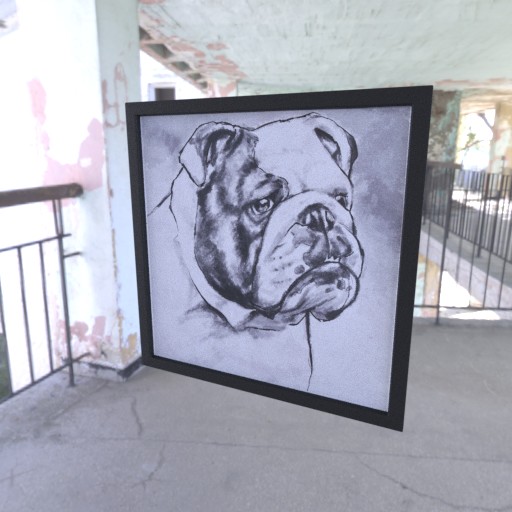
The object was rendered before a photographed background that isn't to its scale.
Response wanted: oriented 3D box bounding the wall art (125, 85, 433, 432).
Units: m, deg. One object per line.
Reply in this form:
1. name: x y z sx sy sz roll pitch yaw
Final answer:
1. wall art: 0.000 0.000 0.962 0.663 0.659 0.016 6 15 25
